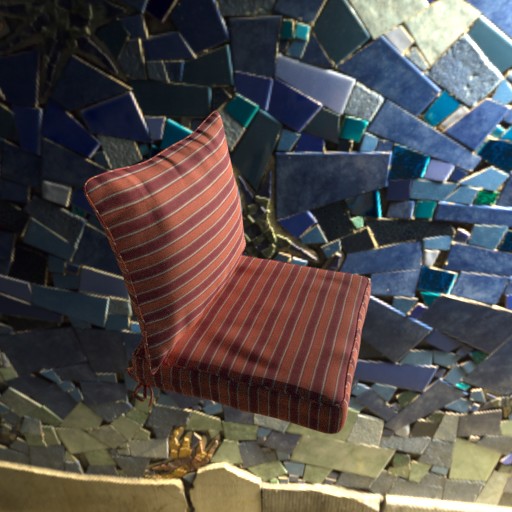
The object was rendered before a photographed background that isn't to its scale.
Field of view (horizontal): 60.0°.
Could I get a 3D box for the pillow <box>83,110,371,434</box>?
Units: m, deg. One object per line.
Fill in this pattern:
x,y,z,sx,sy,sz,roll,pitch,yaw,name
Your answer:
0.000,0.000,1.430,0.733,0.723,0.799,10,32,16,pillow
